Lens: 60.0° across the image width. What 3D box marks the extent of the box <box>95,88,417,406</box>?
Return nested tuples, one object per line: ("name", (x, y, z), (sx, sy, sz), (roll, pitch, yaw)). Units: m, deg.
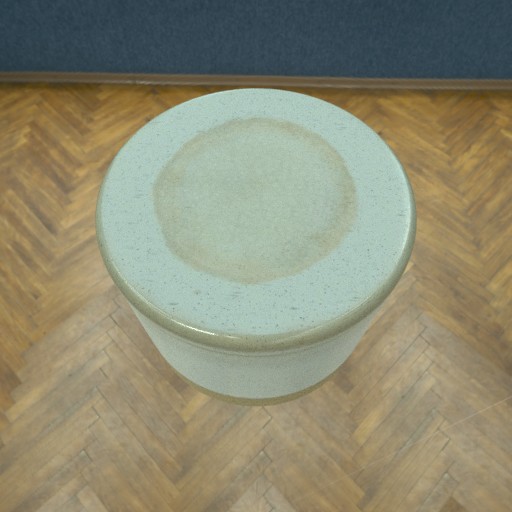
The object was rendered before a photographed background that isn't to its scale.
("box", (0.000, 0.000, 0.263), (0.154, 0.123, 0.154), (0, 59, 0))
